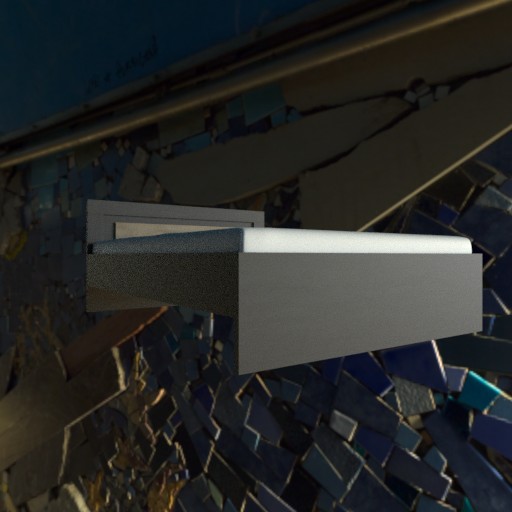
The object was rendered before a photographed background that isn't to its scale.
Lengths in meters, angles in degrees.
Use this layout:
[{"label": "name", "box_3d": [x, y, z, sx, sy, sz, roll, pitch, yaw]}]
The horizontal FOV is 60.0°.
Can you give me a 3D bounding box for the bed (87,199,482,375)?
[{"label": "bed", "box_3d": [0.000, 0.000, 2.832, 1.585, 0.823, 2.073, 0, 0, -35]}]
